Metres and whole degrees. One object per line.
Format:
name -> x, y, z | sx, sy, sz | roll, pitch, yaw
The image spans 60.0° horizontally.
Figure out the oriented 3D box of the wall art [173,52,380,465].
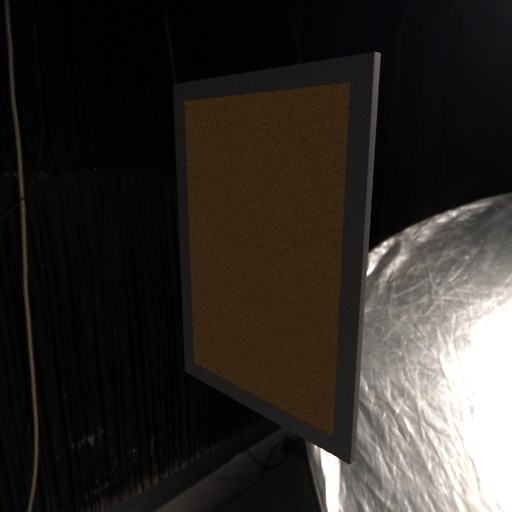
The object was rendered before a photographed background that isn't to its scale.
wall art -> 0.000, 0.000, 0.688 | 0.380, 0.534, 0.013 | 13, 19, 43
